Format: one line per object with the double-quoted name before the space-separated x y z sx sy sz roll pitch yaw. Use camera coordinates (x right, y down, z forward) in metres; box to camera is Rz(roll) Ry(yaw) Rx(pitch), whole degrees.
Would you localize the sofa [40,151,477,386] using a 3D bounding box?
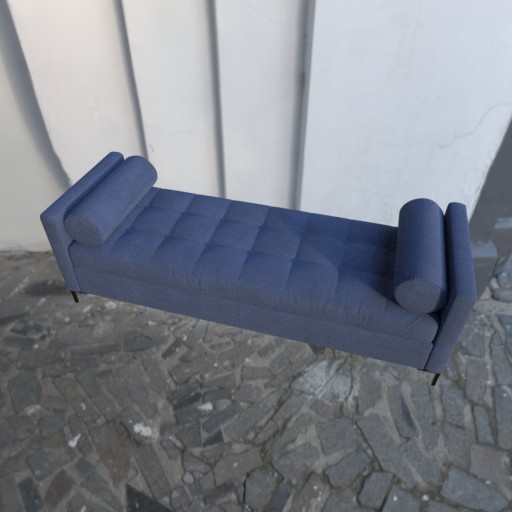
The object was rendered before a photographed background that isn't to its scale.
"sofa" 0.000 0.000 2.356 1.981 0.635 0.686 11 42 12
